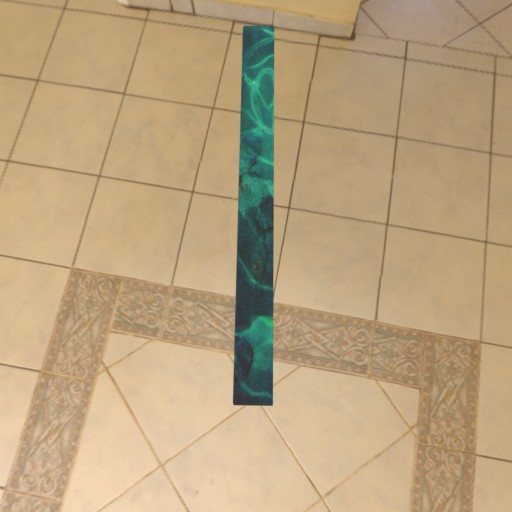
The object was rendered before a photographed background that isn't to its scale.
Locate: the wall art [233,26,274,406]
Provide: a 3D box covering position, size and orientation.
[{"bbox_3d":[0.000,0.000,0.718,0.038,0.508,0.432,1,75,0],"label":"wall art"}]
